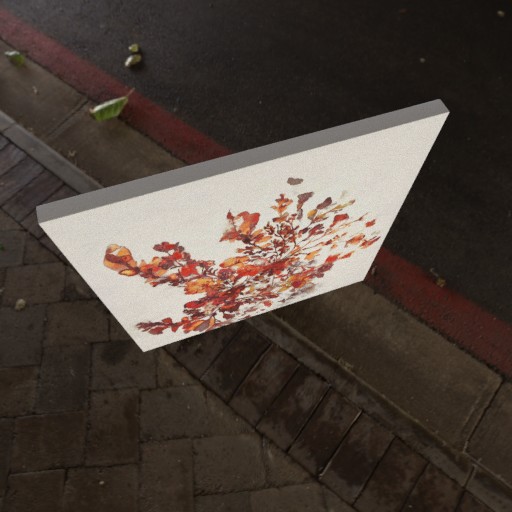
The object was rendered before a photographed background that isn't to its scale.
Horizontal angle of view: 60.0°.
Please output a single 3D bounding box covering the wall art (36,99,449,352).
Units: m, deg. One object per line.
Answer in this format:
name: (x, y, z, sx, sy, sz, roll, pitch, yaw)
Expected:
wall art: (0.000, 0.000, 1.487, 1.009, 1.009, 0.049, -17, 64, -9)
